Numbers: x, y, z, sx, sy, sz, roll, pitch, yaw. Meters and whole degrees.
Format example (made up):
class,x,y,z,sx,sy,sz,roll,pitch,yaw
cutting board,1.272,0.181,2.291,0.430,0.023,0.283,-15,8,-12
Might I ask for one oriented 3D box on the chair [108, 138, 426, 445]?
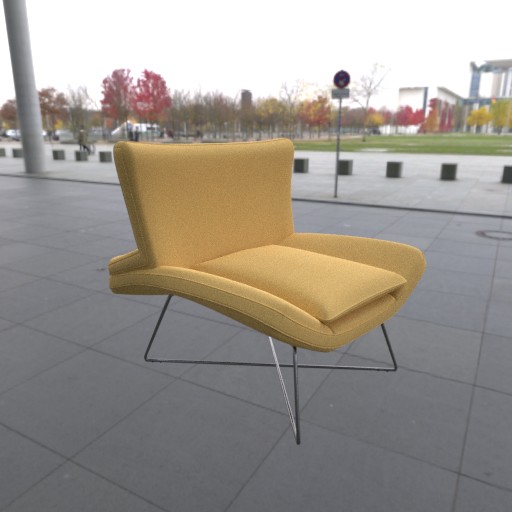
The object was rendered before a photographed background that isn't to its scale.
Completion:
class,x,y,z,sx,sy,sz,roll,pitch,yaw
chair,0.000,0.000,1.692,1.008,0.855,0.859,15,22,43
